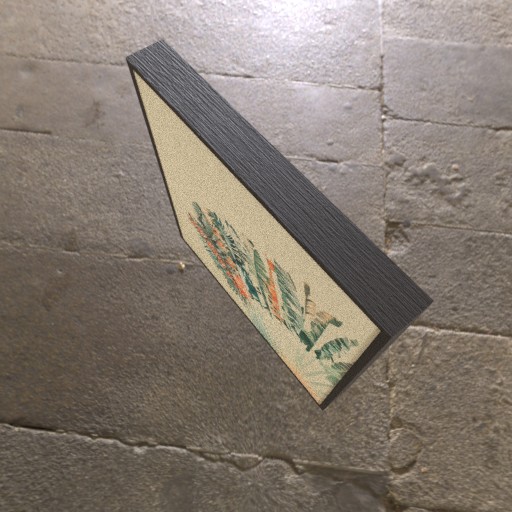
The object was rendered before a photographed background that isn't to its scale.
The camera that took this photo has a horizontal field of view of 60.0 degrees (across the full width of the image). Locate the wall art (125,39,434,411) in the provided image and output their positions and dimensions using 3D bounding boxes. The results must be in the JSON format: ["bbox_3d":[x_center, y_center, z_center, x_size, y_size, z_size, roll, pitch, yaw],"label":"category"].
[{"bbox_3d":[0.000,0.000,0.450,0.036,0.300,0.302,-35,68,-16],"label":"wall art"}]
